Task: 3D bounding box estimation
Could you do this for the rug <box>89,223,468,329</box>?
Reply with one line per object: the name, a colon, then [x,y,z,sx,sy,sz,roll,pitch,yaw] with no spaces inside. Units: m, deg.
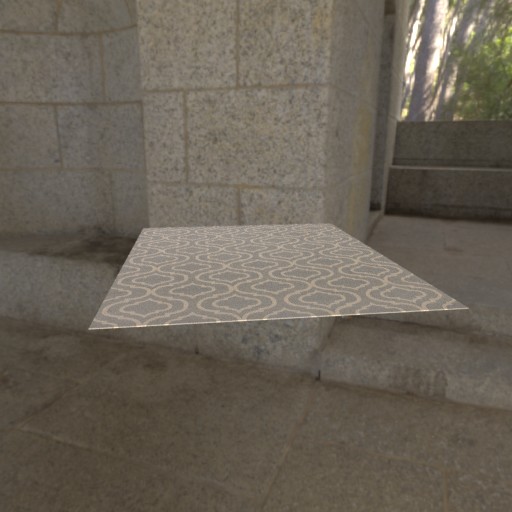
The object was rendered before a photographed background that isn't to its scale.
rug: [0.000,0.000,4.005,2.283,0.006,2.892,-2,15,-8]
